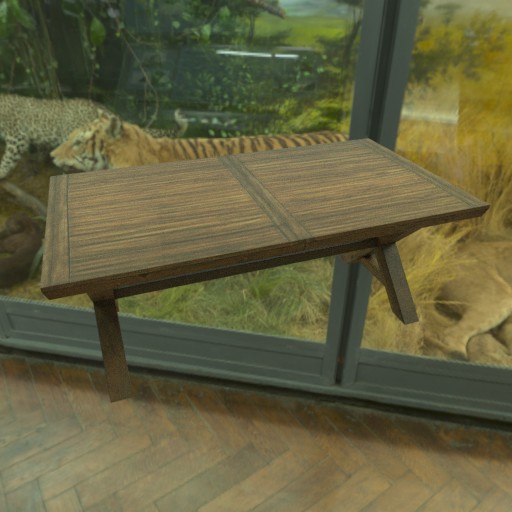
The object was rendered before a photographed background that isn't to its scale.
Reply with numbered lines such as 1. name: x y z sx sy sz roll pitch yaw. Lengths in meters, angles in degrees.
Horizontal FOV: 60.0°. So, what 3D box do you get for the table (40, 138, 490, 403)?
1. table: 0.000 0.000 2.448 1.966 0.793 1.071 -11 34 -17
